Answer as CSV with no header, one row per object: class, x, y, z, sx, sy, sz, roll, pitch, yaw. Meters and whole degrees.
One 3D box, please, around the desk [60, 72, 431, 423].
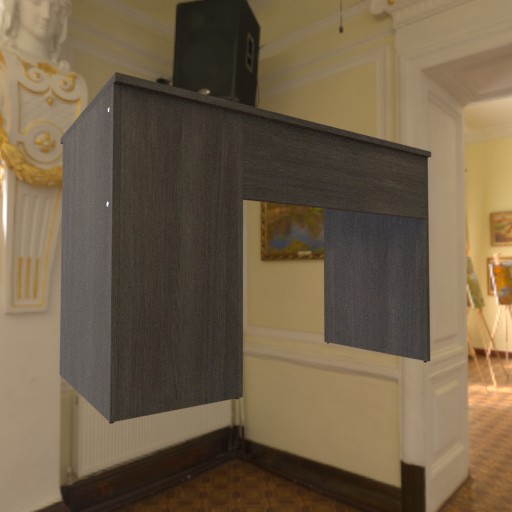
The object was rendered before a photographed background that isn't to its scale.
desk,0.000,0.000,1.449,1.096,0.730,0.560,1,-2,-35
